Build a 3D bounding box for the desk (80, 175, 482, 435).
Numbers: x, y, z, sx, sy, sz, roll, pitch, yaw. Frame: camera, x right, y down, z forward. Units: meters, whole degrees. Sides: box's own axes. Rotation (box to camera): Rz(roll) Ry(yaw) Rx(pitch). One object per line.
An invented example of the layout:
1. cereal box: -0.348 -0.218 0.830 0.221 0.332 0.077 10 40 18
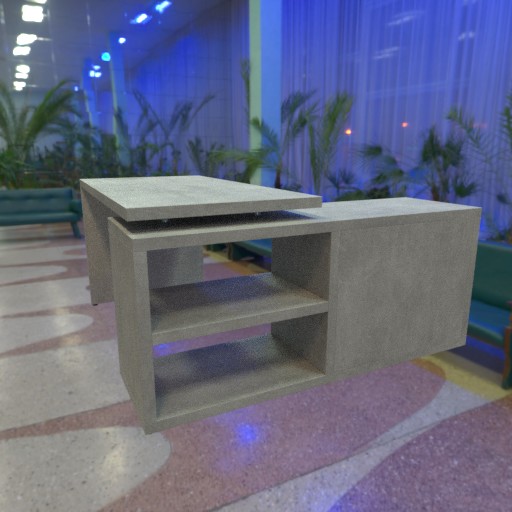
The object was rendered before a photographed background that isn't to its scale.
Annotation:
1. desk: 0.000 0.000 2.279 1.500 0.740 1.400 -7 15 -26
